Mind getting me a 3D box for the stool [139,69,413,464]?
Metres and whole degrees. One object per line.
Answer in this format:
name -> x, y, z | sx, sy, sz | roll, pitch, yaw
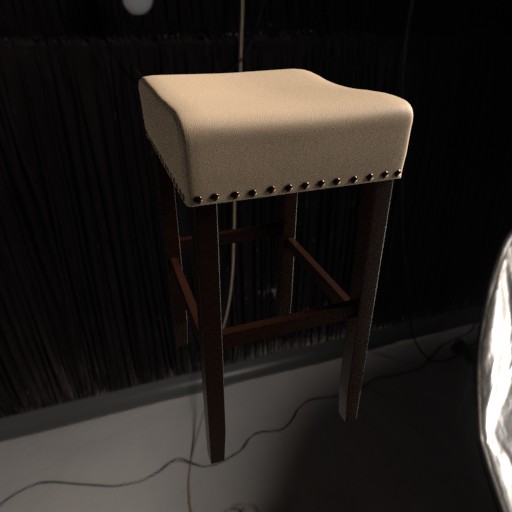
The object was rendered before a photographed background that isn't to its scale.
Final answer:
stool -> 0.000, 0.000, 1.043 | 0.401, 0.762, 0.471 | -10, 31, -17
